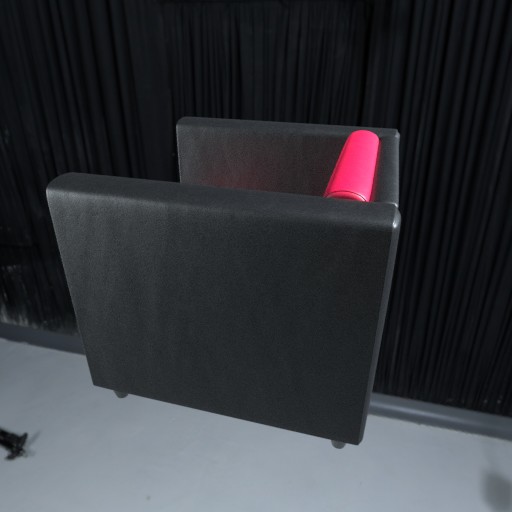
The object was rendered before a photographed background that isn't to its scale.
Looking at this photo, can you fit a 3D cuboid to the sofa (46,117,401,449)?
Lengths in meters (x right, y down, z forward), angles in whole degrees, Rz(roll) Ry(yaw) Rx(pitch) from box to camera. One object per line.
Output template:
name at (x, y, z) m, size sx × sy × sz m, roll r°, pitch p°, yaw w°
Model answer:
sofa at (0.000, 0.000, 1.443) m, size 0.809 × 0.724 × 0.839 m, roll 8°, pitch 29°, yaw 14°
